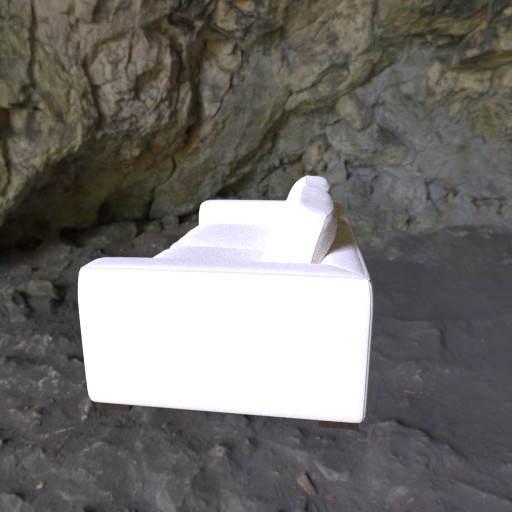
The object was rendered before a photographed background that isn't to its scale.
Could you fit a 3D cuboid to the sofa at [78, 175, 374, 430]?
[{"bbox_3d":[0.000,0.000,2.451,1.069,0.801,1.920,2,15,7],"label":"sofa"}]
